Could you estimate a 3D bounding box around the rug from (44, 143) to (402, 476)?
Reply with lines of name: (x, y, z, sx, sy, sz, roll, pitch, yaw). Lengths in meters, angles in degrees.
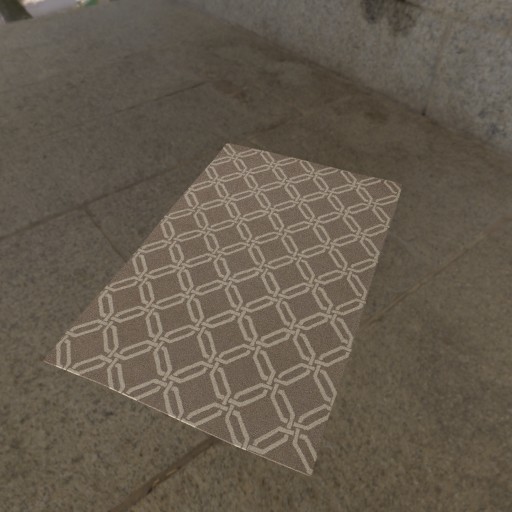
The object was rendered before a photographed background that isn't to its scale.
rug: (0.000, 0.000, 2.188, 1.142, 0.010, 1.748, 17, 49, 15)
